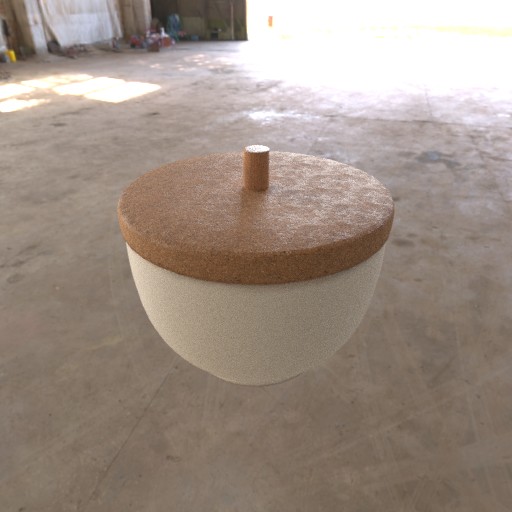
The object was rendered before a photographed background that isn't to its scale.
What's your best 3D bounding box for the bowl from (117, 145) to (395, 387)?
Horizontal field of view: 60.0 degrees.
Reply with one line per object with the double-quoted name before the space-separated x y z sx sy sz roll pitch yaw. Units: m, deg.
"bowl" 0.000 0.000 0.225 0.126 0.110 0.126 0 30 0
